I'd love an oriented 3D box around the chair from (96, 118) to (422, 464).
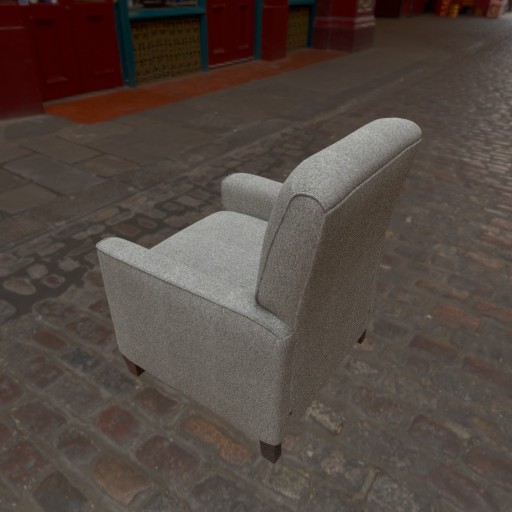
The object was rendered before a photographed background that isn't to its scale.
[{"bbox_3d":[0.000,0.000,1.641,0.858,1.028,0.841,21,38,29],"label":"chair"}]
